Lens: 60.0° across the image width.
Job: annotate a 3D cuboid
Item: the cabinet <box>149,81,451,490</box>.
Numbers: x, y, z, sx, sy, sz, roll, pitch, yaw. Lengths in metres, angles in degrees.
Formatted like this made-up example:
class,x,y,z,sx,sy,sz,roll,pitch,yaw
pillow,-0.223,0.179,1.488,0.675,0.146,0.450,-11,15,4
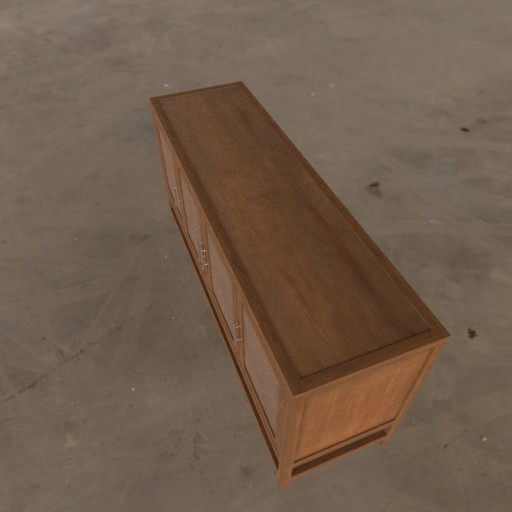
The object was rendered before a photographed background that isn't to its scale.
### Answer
class,x,y,z,sx,sy,sz,roll,pitch,yaw
cabinet,0.000,0.000,2.044,0.522,0.820,1.708,-16,49,-15
